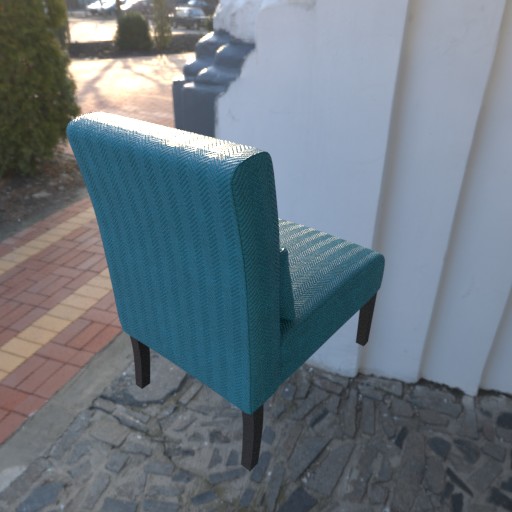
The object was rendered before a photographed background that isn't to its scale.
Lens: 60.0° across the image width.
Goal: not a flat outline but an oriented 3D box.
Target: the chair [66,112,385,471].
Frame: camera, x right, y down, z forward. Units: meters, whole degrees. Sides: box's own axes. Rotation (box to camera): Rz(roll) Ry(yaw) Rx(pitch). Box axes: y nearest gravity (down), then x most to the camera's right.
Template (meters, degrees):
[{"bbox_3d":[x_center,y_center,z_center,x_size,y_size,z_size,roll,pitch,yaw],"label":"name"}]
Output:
[{"bbox_3d":[0.000,0.000,1.416,0.579,0.927,0.808,22,37,33],"label":"chair"}]
